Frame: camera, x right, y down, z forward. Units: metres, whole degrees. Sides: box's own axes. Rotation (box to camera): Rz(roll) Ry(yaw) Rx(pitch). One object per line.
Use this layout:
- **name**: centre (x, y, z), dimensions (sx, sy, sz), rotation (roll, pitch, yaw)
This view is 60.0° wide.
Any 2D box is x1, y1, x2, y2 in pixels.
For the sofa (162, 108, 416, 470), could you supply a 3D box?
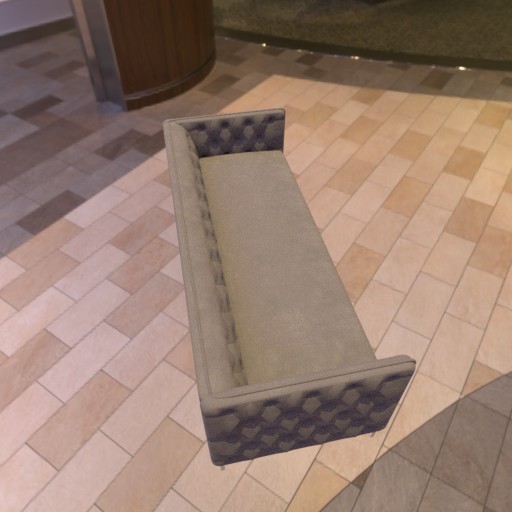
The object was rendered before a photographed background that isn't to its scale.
- **sofa**: centre (0.000, 0.000, 2.703), dimensions (0.895, 0.771, 2.209), rotation (-9, 47, -8)
